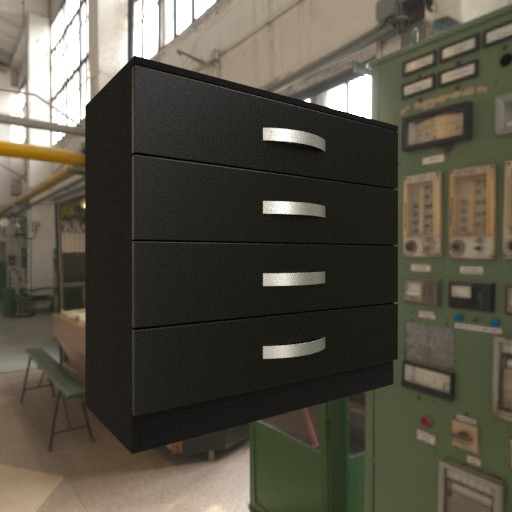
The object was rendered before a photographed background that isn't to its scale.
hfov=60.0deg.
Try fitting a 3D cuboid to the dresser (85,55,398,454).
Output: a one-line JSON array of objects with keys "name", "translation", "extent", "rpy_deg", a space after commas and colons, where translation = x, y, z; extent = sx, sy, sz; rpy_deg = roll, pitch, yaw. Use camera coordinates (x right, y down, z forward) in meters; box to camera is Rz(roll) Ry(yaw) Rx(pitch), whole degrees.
[{"name": "dresser", "translation": [0.000, 0.000, 1.134], "extent": [0.750, 0.720, 0.360], "rpy_deg": [0, 0, -35]}]
